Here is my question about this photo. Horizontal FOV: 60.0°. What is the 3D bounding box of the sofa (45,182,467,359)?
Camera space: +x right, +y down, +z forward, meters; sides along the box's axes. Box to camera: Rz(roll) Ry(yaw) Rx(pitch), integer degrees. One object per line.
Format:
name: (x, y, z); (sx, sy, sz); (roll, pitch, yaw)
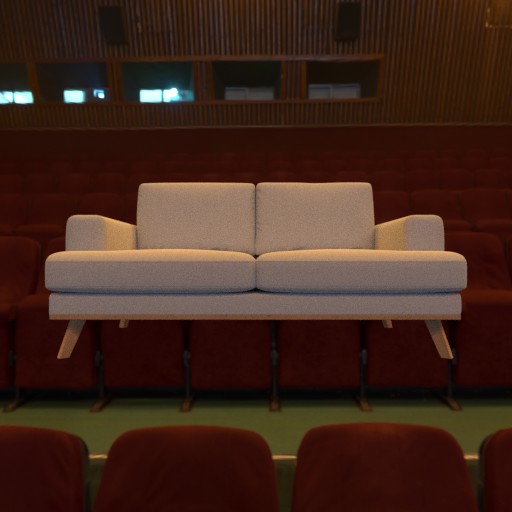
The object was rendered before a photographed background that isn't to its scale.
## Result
sofa: (0.000, 0.000, 2.149); (1.651, 0.810, 0.915); (0, 0, 0)
